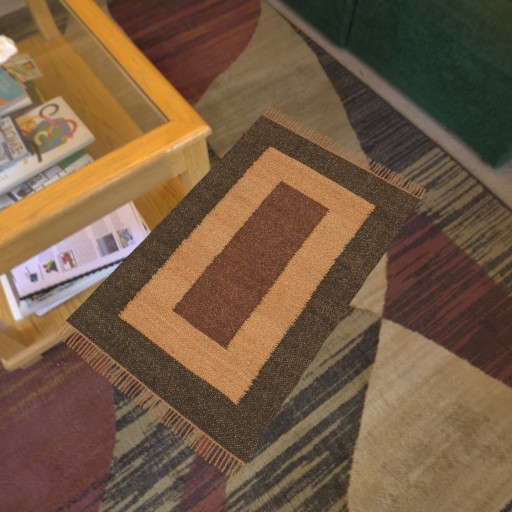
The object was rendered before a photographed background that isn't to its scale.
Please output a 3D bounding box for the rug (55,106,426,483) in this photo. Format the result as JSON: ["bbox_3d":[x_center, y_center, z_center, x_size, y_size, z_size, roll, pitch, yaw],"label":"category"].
[{"bbox_3d":[0.000,0.000,1.945,0.920,0.013,1.541,33,68,15],"label":"rug"}]
